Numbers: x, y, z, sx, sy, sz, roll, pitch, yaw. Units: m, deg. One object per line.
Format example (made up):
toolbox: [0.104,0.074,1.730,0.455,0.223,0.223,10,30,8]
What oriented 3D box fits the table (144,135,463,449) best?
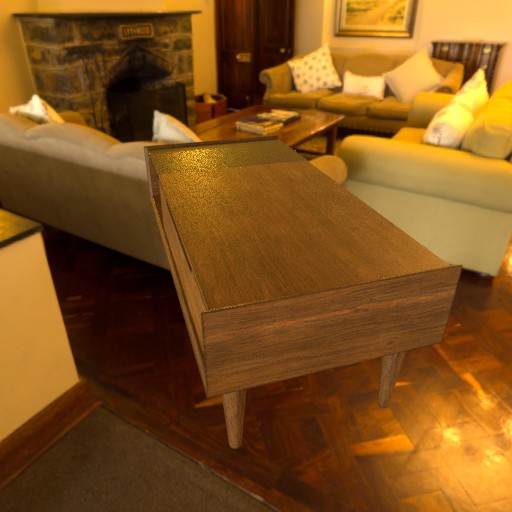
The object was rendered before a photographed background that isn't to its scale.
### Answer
table: [0.000,0.000,1.568,0.610,0.508,1.221,-9,31,-15]
